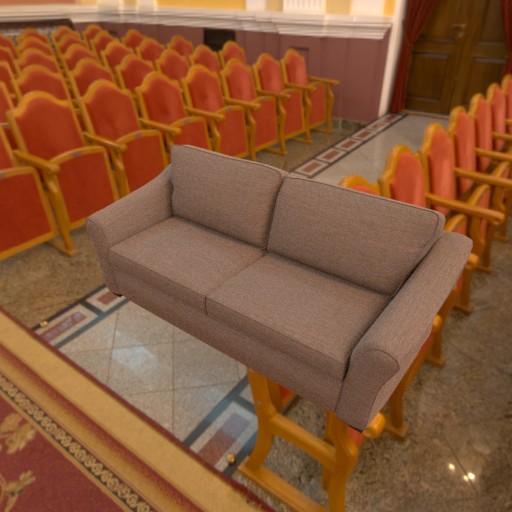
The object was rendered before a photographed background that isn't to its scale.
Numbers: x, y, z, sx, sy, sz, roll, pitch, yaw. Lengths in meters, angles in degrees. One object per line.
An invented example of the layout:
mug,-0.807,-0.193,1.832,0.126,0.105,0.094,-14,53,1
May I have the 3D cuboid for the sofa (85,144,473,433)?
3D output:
sofa,0.000,0.000,2.799,2.270,0.965,0.980,21,38,31
